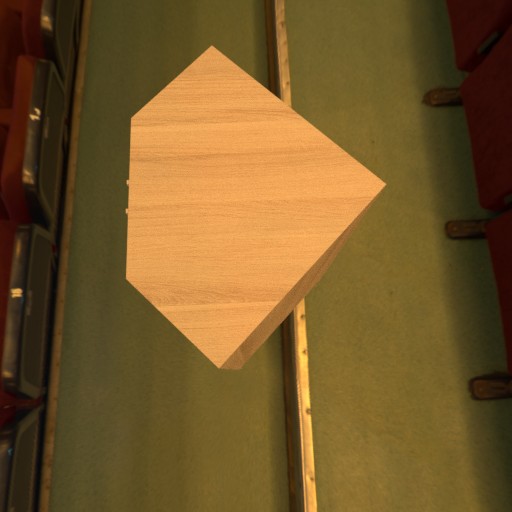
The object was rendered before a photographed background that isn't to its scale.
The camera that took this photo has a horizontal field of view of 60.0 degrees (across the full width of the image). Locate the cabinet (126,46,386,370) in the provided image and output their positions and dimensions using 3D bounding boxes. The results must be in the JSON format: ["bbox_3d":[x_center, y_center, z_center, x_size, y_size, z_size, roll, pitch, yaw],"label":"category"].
[{"bbox_3d":[0.000,0.000,2.588,0.969,1.957,1.272,-2,75,-1],"label":"cabinet"}]
